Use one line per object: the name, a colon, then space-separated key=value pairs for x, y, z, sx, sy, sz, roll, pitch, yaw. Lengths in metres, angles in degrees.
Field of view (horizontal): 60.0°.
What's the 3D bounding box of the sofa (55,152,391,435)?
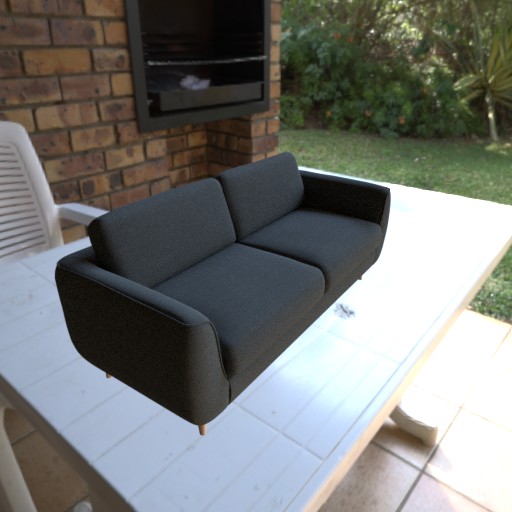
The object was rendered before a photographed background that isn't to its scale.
sofa: x=0.000 y=0.000 z=2.506 sx=0.920 sy=0.850 sz=2.000 roll=17 pitch=30 yaw=31
